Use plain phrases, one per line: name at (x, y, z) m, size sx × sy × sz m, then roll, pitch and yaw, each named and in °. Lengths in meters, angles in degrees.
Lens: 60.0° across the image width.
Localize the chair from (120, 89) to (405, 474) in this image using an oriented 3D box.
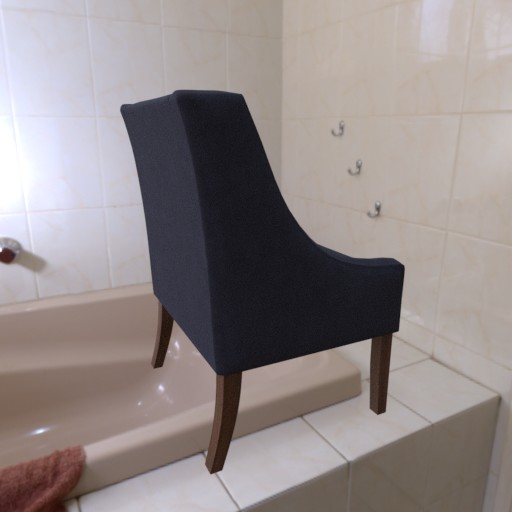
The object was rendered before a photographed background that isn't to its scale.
chair at (0.000, 0.000, 1.339) m, size 0.629 × 0.895 × 0.629 m, roll -8°, pitch 18°, yaw -25°
